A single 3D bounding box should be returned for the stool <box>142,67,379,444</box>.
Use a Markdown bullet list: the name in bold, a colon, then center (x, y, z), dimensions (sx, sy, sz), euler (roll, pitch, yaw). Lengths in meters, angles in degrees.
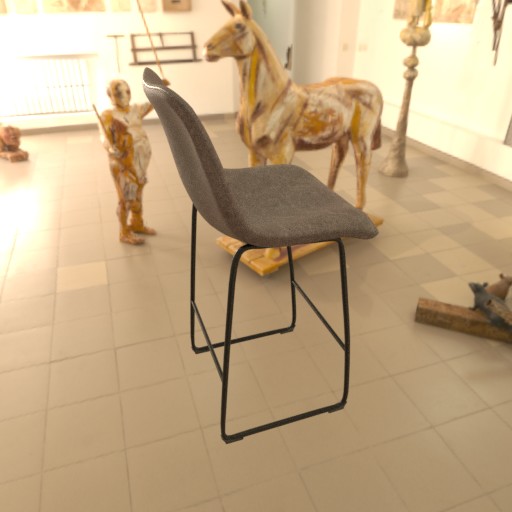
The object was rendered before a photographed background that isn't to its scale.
- **stool**: center (0.000, 0.000, 1.389), dimensions (0.561, 1.082, 0.514), euler (-10, 32, -17)
